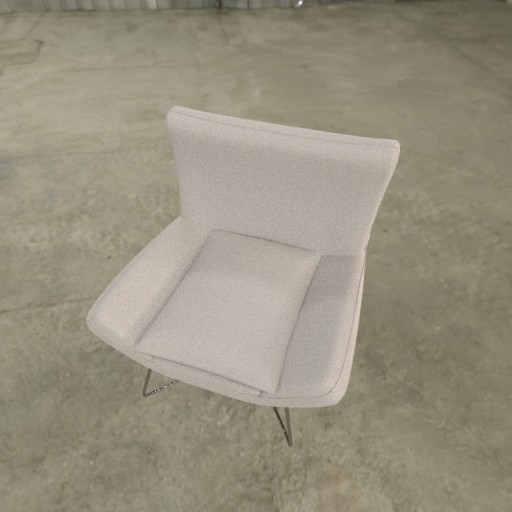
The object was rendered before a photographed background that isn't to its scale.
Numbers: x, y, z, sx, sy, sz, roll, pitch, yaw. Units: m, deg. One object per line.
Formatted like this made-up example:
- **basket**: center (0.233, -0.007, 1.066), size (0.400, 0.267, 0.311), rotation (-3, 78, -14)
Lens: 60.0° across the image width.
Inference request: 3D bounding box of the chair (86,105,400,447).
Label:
- **chair**: center (0.000, 0.000, 1.669), size (0.859, 0.855, 1.008), rotation (13, 44, 14)
